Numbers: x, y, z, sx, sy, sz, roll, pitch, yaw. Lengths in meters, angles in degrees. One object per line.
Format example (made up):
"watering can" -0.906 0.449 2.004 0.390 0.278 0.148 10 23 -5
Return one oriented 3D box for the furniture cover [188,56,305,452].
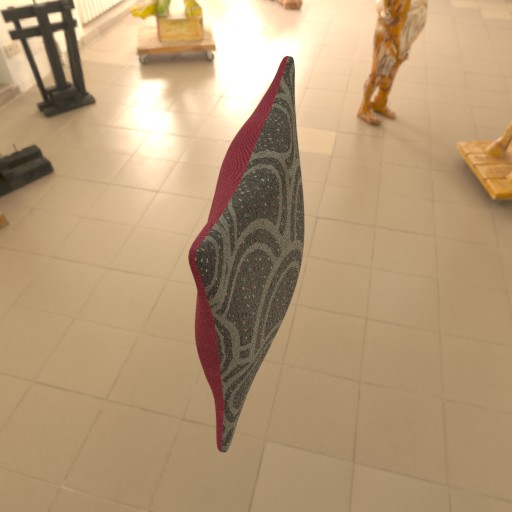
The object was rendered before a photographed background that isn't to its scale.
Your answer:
"furniture cover" 0.000 0.000 0.794 0.163 0.513 0.514 10 46 10
